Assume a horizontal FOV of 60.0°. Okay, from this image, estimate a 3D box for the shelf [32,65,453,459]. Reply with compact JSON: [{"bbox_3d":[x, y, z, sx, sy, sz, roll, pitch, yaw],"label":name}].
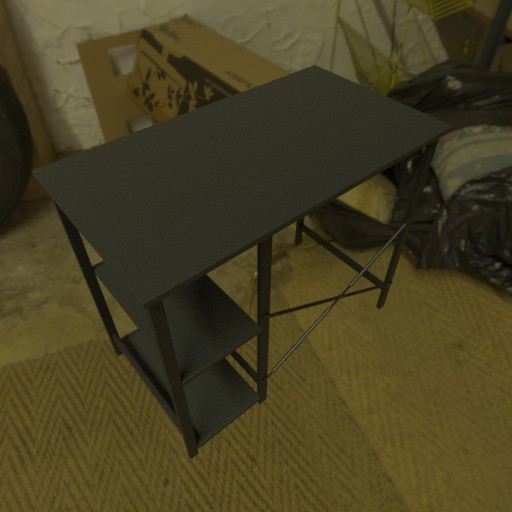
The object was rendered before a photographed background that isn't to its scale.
[{"bbox_3d":[0.000,0.000,1.333,0.902,0.749,0.498,-31,53,-27],"label":"shelf"}]
